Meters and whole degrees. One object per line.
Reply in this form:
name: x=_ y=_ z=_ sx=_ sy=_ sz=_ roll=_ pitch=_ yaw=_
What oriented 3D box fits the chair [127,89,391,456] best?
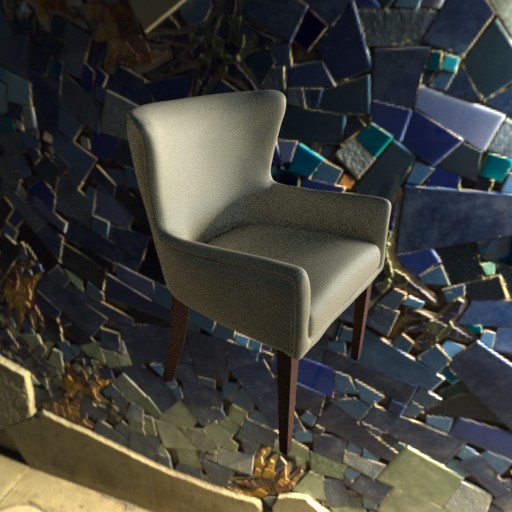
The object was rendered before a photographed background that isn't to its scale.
chair: x=0.000 y=0.000 z=1.460 sx=0.686 sy=0.952 sz=0.660 roll=18 pitch=32 yaw=31
